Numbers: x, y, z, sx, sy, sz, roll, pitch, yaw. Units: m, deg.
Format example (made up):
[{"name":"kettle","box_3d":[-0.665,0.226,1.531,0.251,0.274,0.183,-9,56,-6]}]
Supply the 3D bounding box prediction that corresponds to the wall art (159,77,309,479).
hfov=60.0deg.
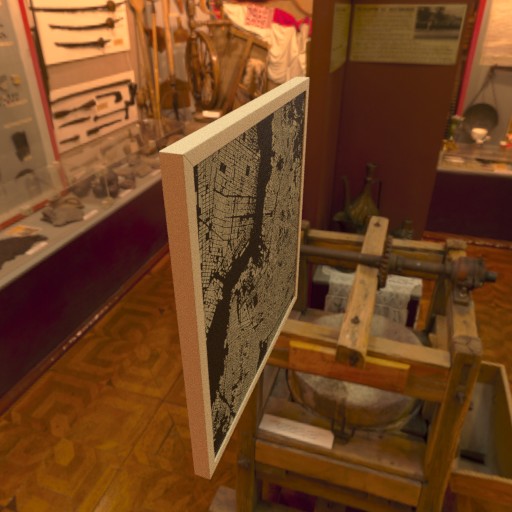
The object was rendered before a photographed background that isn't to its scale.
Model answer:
[{"name":"wall art","box_3d":[0.000,0.000,1.142,0.050,0.762,0.761,10,32,17]}]
